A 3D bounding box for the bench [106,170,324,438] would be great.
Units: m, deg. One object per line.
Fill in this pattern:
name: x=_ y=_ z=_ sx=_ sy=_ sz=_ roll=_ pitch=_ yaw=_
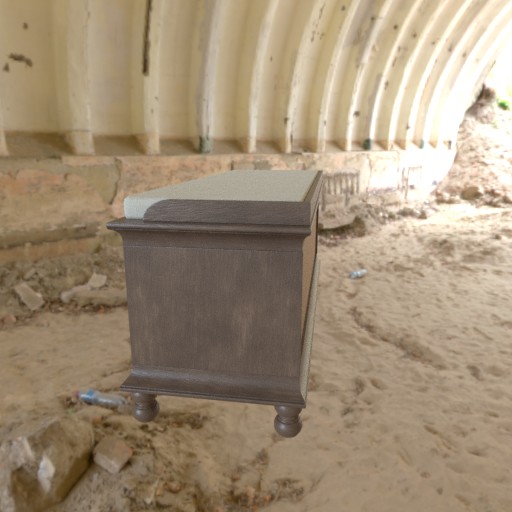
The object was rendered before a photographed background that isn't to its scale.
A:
bench: x=0.000 y=0.000 z=1.454 sx=0.402 sy=0.501 sz=1.185 roll=2 pitch=14 yaw=9
